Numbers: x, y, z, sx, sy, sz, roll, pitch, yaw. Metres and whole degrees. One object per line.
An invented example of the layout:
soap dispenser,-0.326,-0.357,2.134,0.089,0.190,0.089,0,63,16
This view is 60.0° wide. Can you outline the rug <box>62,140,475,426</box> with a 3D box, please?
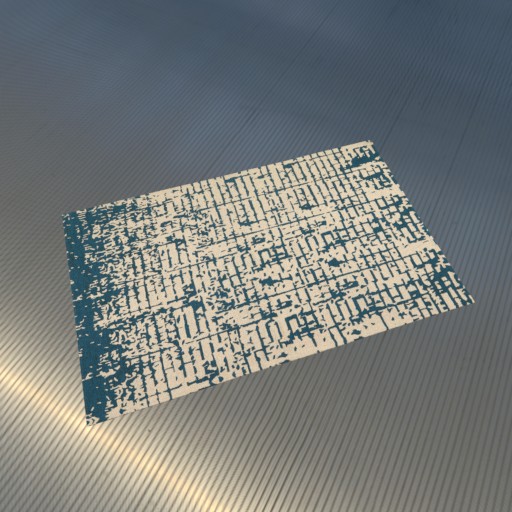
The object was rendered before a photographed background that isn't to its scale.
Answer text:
rug,0.000,0.000,2.998,2.435,0.011,1.517,-15,60,-9
